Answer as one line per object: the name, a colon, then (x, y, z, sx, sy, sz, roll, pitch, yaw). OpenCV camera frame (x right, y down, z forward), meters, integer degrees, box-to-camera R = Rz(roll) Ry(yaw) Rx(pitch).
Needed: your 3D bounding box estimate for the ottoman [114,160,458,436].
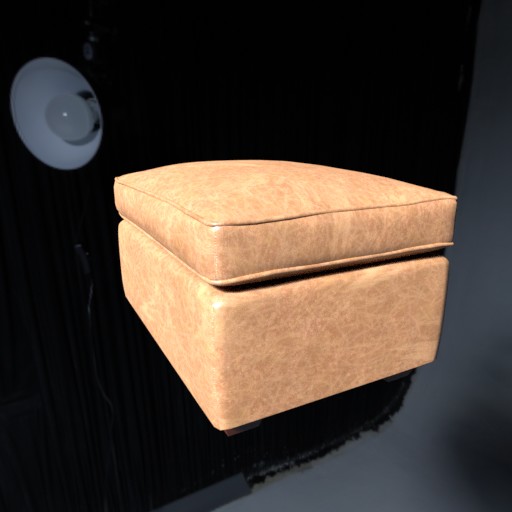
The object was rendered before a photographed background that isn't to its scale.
ottoman: (0.000, 0.000, 1.124, 0.554, 0.468, 0.756, -8, 18, -27)
